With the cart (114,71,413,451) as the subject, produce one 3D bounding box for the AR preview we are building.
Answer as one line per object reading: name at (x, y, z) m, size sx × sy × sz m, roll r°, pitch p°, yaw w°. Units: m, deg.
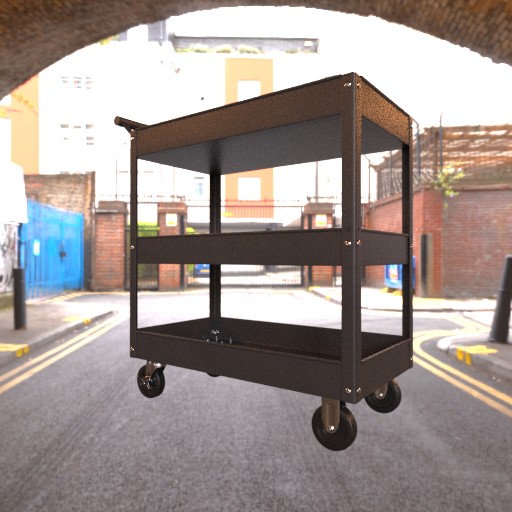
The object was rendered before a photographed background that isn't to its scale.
cart at (0.000, 0.000, 1.171) m, size 0.719 × 0.780 × 0.366 m, roll 0°, pitch 0°, yaw 36°
